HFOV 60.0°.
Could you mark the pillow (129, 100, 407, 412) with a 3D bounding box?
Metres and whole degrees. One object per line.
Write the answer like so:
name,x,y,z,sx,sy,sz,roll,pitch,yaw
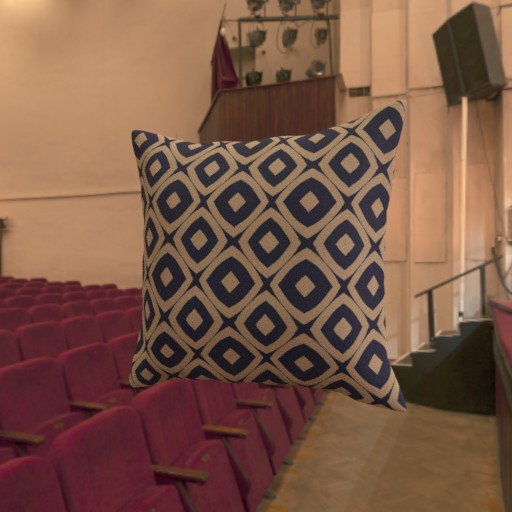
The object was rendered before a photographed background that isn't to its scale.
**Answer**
pillow,0.000,0.000,0.775,0.504,0.494,0.188,-1,-2,17
